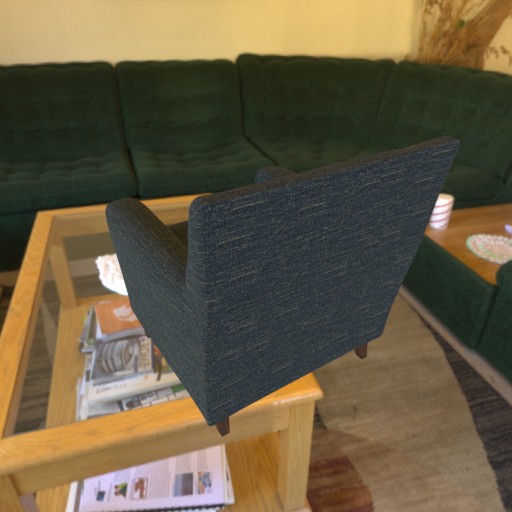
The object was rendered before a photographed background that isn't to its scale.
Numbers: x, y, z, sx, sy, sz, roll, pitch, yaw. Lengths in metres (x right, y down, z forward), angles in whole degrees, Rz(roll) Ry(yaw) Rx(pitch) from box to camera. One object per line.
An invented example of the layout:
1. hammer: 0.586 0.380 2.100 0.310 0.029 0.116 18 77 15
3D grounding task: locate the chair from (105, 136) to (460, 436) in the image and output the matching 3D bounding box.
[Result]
1. chair: 0.000 0.000 1.617 0.864 0.928 0.873 -19 35 -29
